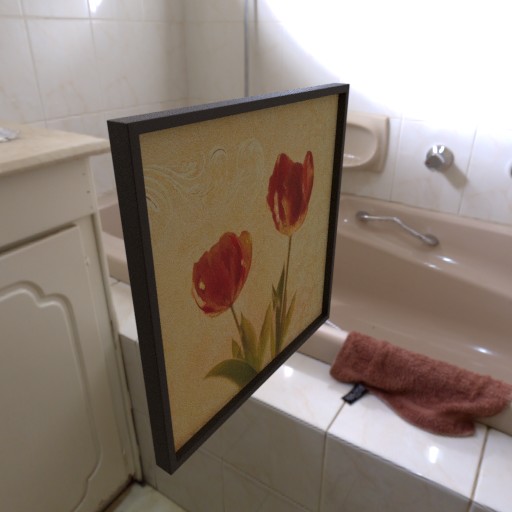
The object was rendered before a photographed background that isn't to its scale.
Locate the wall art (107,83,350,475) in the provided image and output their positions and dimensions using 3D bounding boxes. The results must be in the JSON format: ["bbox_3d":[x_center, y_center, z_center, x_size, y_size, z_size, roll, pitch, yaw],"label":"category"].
[{"bbox_3d":[0.000,0.000,0.512,0.038,0.349,0.349,18,31,32],"label":"wall art"}]
